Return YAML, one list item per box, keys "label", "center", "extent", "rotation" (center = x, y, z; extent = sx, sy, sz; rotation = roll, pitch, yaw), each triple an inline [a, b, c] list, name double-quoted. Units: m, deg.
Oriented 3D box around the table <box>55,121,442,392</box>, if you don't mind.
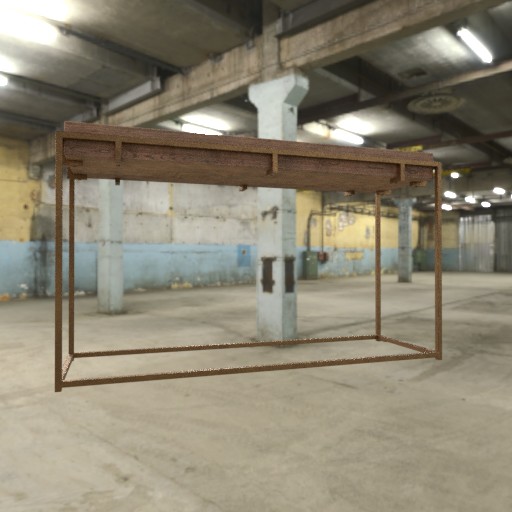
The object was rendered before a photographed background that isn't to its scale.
- label: "table"
  center: [0.000, 0.000, 1.747]
  extent: [1.400, 0.820, 0.440]
  rotation: [0, -1, -18]
